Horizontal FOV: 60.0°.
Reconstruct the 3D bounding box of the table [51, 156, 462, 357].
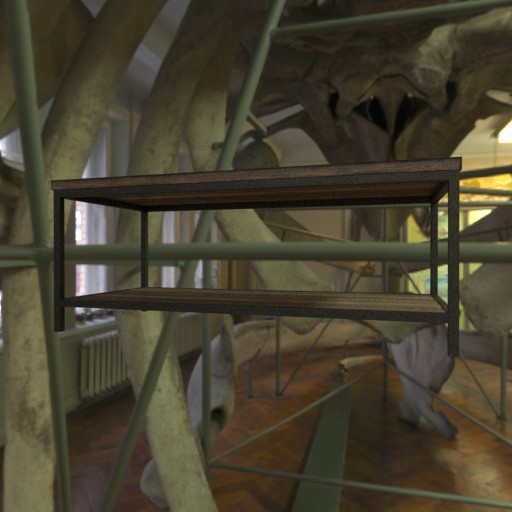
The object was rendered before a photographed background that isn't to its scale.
[{"bbox_3d":[0.000,0.000,1.238,0.990,0.399,0.452,0,0,17],"label":"table"}]
